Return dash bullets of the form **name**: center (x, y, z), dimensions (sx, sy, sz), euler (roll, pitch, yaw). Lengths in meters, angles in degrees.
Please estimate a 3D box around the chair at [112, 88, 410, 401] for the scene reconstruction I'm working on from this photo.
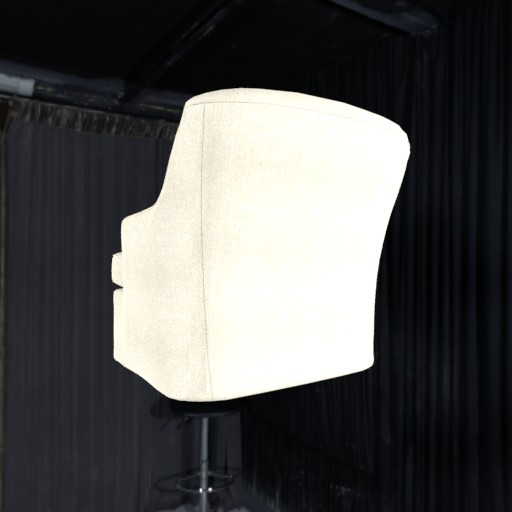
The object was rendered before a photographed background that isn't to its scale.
- **chair**: center (0.000, 0.000, 1.584), dimensions (0.864, 0.856, 0.923), euler (0, 0, -35)
